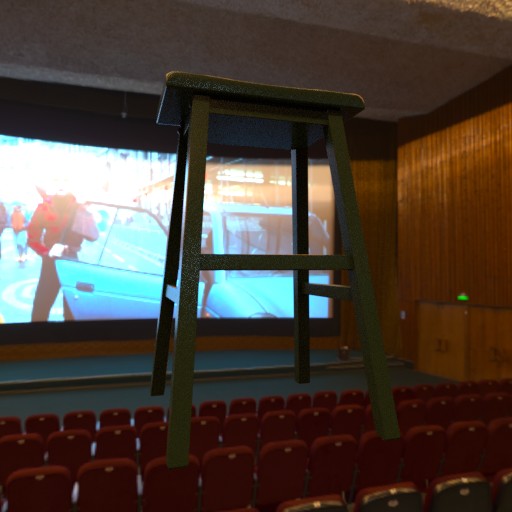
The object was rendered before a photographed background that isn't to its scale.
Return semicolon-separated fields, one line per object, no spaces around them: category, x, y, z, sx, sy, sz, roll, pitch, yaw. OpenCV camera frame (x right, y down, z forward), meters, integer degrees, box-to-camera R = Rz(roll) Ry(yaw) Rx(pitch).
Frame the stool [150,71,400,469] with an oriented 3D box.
stool;0.000;0.000;1.052;0.457;0.737;0.476;0;-1;-17
